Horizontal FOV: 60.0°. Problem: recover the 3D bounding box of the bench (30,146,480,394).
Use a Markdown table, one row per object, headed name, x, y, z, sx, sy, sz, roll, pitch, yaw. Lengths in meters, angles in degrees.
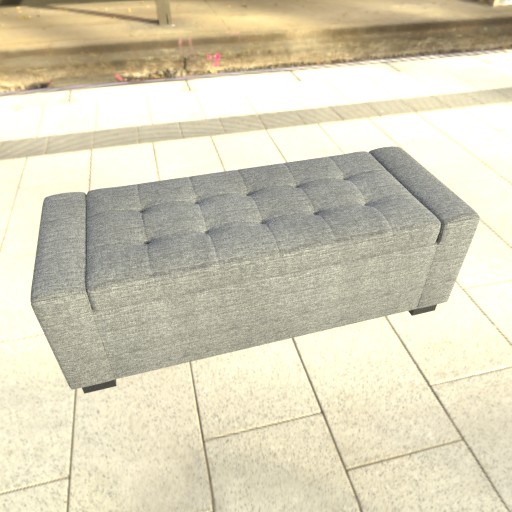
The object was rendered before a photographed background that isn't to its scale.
| name | x | y | z | sx | sy | sz | roll | pitch | yaw |
| --- | --- | --- | --- | --- | --- | --- | --- | --- | --- |
| bench | 0.000 | 0.000 | 1.525 | 1.296 | 0.445 | 0.508 | -11 | 41 | -12 |
